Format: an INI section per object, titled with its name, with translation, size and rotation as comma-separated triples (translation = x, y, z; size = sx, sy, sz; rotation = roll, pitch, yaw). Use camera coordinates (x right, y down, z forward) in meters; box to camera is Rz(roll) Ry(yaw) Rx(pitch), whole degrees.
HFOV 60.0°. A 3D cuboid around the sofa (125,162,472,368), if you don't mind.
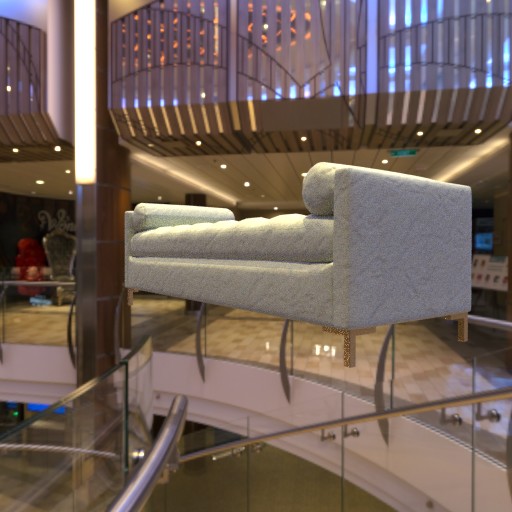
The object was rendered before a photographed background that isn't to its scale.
[sofa]
translation = 0.000, 0.000, 2.491
size = 0.796, 0.705, 2.102
rotation = -1, 1, -36
